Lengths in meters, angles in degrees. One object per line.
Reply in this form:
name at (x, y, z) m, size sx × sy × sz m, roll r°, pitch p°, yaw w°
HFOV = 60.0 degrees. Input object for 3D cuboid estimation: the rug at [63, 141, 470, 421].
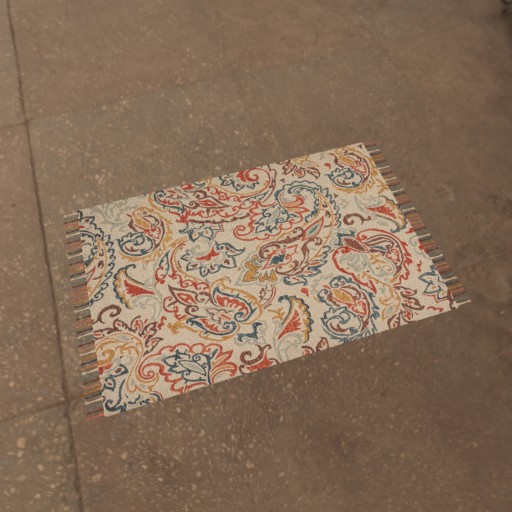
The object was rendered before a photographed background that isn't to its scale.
rug at (0.000, 0.000, 2.457) m, size 1.997 × 0.010 × 1.218 m, roll -15°, pitch 61°, yaw -9°
